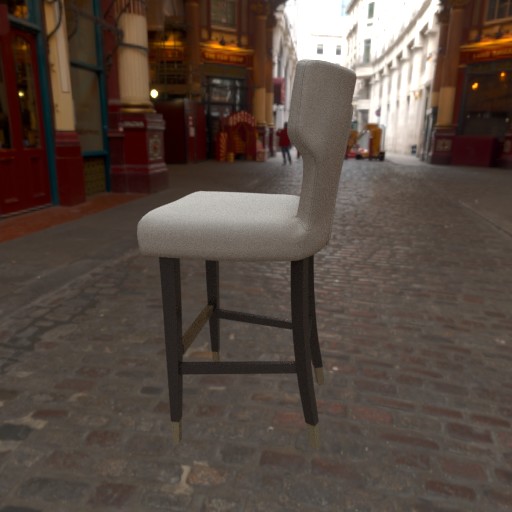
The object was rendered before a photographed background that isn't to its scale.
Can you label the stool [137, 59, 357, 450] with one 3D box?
[{"bbox_3d":[0.000,0.000,1.411,0.563,1.092,0.526,3,16,10],"label":"stool"}]
